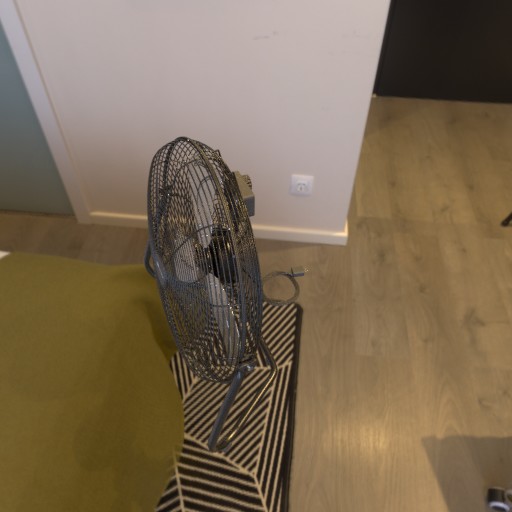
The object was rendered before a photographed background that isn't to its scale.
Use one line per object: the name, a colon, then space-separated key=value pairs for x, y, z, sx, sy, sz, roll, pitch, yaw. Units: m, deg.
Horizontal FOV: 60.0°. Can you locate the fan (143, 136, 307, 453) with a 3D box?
fan: x=0.000 y=0.000 z=1.033 sx=0.470 sy=0.605 sz=0.595 roll=-17 pitch=49 yaw=-16
